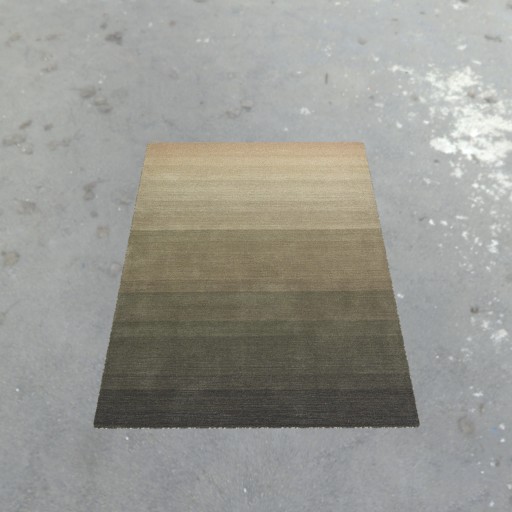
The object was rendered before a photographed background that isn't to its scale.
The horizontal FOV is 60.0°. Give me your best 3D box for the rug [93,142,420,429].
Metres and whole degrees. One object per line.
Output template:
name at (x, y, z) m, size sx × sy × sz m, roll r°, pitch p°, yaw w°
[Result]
rug at (0.000, 0.000, 3.910) m, size 2.305 × 0.017 × 2.902 m, roll 0°, pitch 56°, yaw 0°
